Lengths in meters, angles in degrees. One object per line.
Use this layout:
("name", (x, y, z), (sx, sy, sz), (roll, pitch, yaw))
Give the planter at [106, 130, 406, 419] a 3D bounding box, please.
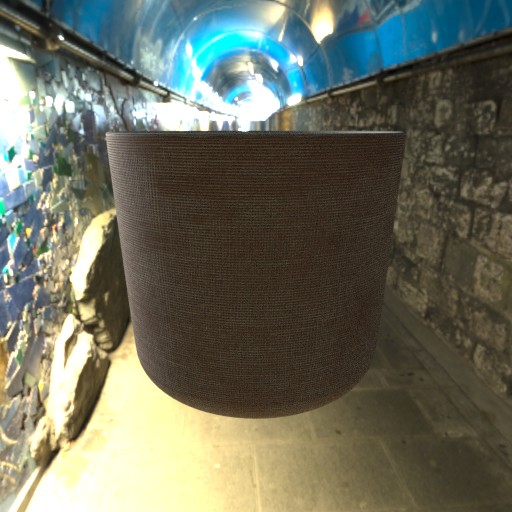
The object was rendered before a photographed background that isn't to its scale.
("planter", (0.000, 0.000, 0.738), (0.440, 0.398, 0.440), (0, 16, 0))
